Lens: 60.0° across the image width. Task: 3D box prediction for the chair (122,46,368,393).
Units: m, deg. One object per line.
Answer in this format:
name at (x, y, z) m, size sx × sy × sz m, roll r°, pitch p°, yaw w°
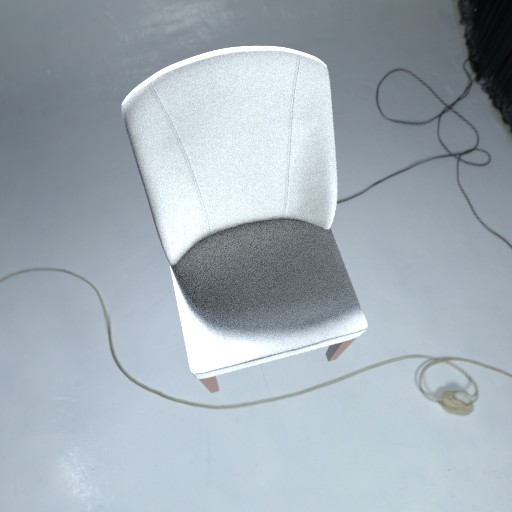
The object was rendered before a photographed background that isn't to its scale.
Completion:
chair at (0.000, 0.000, 1.197) m, size 0.472 × 0.893 × 0.540 m, roll -13°, pitch 66°, yaw -6°
